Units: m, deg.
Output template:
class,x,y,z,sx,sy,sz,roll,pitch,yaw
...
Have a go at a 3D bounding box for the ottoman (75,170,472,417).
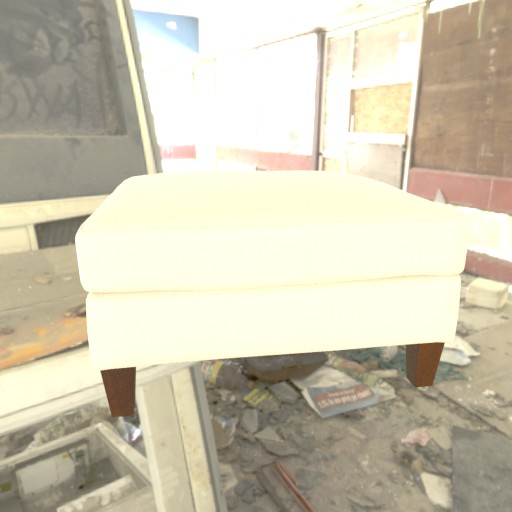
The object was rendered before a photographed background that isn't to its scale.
class,x,y,z,sx,sy,sz,roll,pitch,yaw
ottoman,0.000,0.000,1.329,0.838,0.479,0.838,-3,17,-9
